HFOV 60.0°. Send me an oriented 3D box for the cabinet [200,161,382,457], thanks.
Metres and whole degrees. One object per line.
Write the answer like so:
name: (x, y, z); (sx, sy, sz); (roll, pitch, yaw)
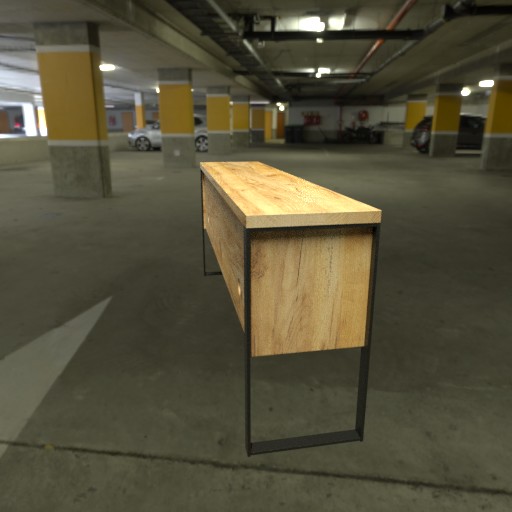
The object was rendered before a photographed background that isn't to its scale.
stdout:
cabinet: (0.000, 0.000, 2.154); (0.395, 0.762, 1.800); (-3, 17, -10)
